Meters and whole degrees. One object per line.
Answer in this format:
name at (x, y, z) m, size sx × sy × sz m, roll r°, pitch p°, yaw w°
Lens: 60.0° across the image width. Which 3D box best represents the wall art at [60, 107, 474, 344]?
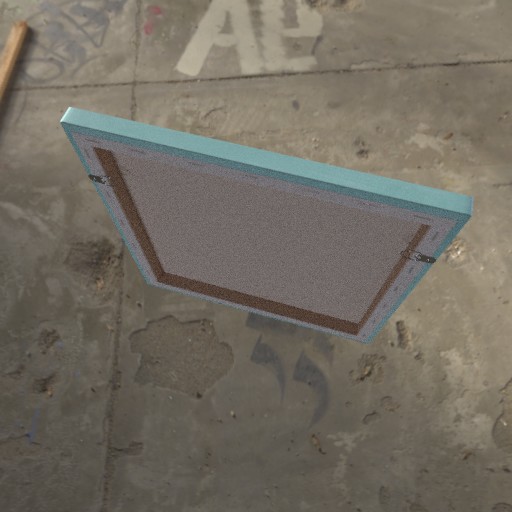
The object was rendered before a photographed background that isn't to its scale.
wall art at (0.000, 0.000, 1.593) m, size 1.071 × 1.073 × 0.070 m, roll 14°, pitch 64°, yaw 7°
